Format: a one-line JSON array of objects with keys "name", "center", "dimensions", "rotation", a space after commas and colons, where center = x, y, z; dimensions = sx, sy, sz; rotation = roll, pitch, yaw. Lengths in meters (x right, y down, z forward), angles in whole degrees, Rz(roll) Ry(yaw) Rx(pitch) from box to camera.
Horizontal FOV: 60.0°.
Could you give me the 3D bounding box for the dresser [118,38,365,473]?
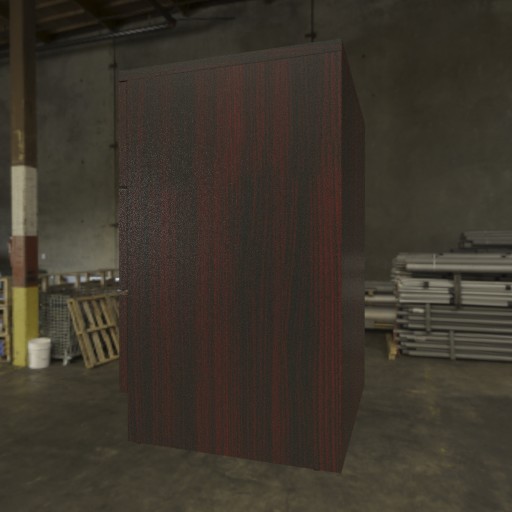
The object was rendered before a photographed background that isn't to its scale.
[{"name": "dresser", "center": [0.000, 0.000, 0.814], "dimensions": [0.360, 0.560, 0.400], "rotation": [0, 0, 18]}]
